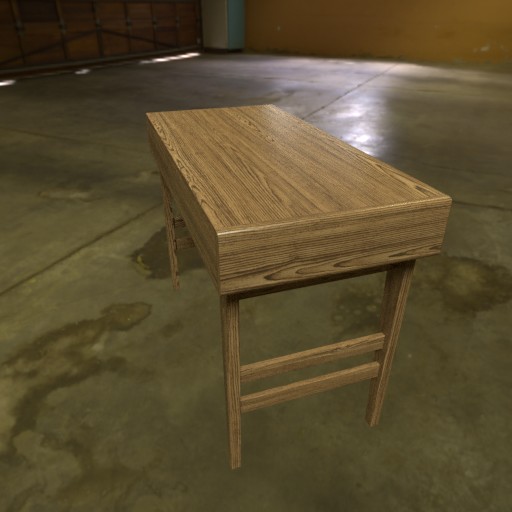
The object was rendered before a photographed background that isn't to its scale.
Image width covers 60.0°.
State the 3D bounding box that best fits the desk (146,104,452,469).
[{"bbox_3d":[0.000,0.000,1.475,0.508,0.755,1.067,-10,31,-16],"label":"desk"}]
